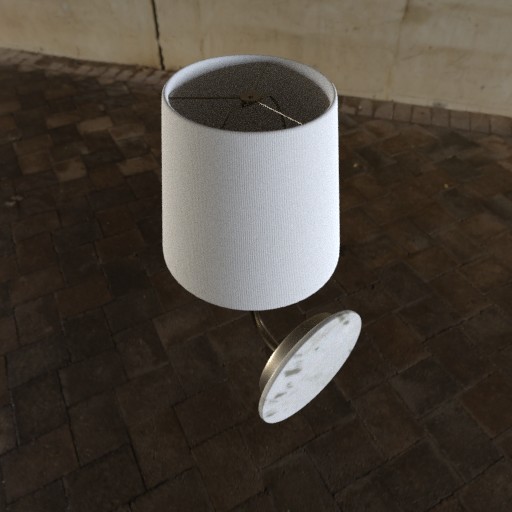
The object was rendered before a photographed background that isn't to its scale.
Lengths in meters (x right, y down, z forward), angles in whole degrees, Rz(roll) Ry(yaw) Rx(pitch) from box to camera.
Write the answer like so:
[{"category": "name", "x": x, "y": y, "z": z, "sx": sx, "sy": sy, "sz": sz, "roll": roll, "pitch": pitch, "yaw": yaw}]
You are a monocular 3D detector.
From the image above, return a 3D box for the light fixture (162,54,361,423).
[{"category": "light fixture", "x": 0.000, "y": 0.000, "z": 0.439, "sx": 0.168, "sy": 0.337, "sz": 0.188, "roll": -31, "pitch": 53, "yaw": -27}]
